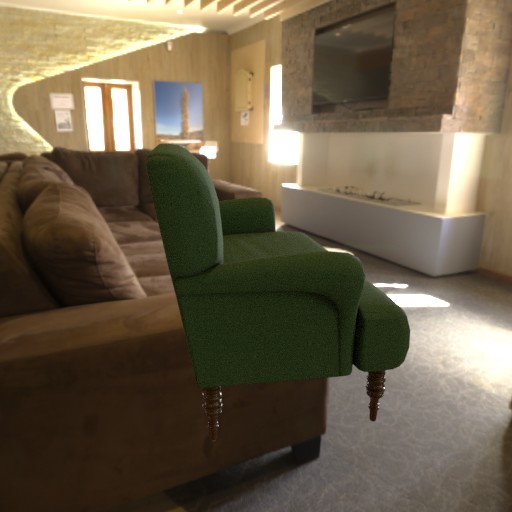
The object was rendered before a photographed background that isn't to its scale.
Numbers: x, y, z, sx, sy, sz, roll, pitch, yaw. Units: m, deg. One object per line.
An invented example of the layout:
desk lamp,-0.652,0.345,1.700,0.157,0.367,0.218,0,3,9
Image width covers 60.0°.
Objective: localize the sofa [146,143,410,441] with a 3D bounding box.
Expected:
sofa,0.000,0.000,1.837,0.779,0.889,1.297,-3,16,-10
